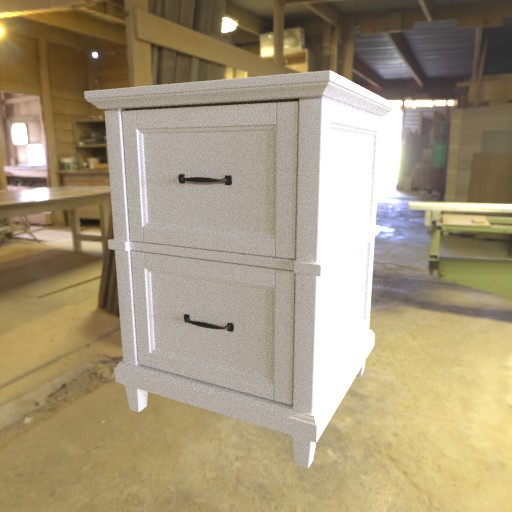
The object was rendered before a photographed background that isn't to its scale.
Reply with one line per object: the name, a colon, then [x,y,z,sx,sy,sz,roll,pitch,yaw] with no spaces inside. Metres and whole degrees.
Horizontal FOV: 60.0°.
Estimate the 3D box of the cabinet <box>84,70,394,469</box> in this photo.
cabinet: [0.000,0.000,1.147,0.544,0.775,0.547,7,15,26]
